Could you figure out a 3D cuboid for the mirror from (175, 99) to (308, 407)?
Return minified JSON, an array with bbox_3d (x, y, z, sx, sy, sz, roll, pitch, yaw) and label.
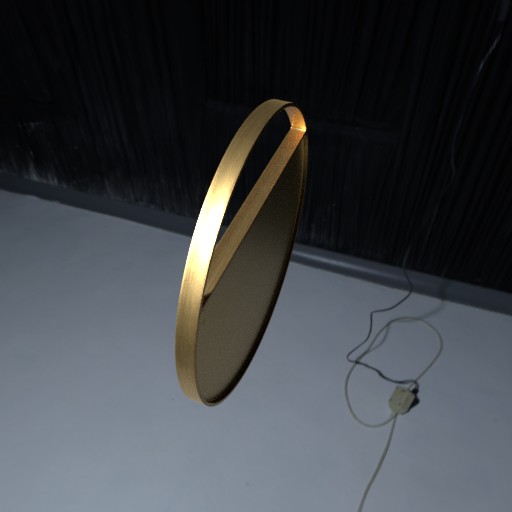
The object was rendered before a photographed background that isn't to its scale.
[{"bbox_3d":[0.000,0.000,0.844,0.032,0.565,0.565,16,49,14],"label":"mirror"}]
